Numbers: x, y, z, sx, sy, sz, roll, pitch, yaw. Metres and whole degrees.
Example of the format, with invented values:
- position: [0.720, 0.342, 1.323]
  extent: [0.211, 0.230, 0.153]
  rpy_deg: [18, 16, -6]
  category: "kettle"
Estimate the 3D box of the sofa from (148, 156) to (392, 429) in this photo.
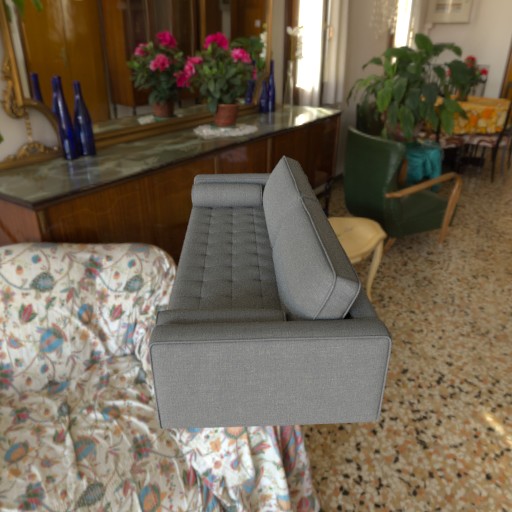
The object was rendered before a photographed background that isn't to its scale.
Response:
- position: [0.000, 0.000, 2.652]
  extent: [0.914, 0.762, 2.198]
  rpy_deg: [-1, 26, -2]
  category: "sofa"
